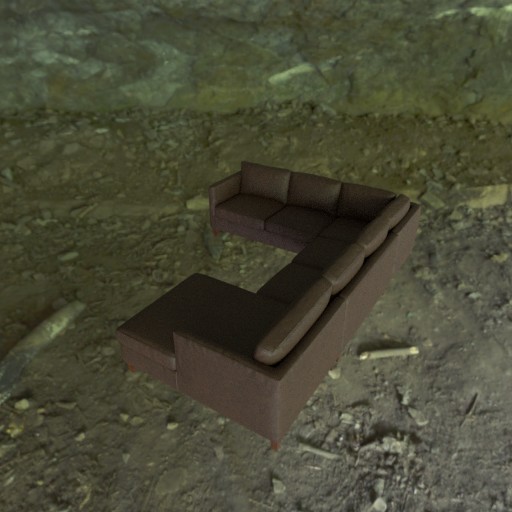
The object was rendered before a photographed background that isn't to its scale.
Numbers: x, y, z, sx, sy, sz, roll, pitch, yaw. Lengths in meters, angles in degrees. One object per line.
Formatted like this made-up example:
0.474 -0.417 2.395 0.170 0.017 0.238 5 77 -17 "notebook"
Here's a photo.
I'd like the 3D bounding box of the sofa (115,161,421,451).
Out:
0.000 0.000 4.811 2.593 0.923 3.460 18 34 28 "sofa"
